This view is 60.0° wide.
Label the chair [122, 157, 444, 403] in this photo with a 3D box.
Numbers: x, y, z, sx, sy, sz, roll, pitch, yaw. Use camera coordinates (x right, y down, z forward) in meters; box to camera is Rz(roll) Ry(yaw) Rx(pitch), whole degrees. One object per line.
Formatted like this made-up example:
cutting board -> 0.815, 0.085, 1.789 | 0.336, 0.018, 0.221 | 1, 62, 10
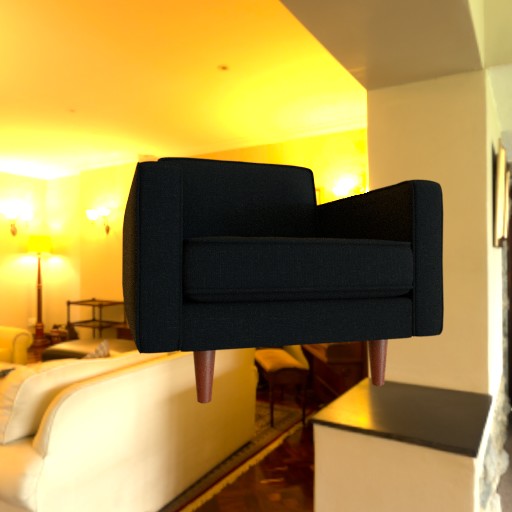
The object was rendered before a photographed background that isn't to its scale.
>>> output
chair -> 0.000, 0.000, 1.580 | 0.899, 0.770, 0.920 | 0, -1, -18
